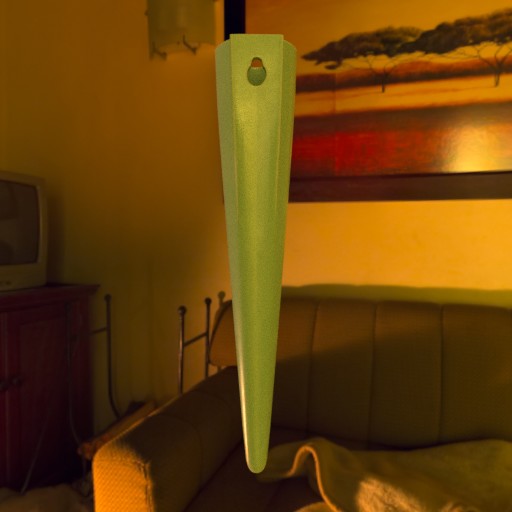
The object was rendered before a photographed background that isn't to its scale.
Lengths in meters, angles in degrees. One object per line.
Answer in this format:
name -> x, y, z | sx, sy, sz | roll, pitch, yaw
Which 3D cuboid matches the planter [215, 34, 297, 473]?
planter -> 0.000, 0.000, 0.295 | 0.054, 0.268, 0.055 | 0, 1, -1
